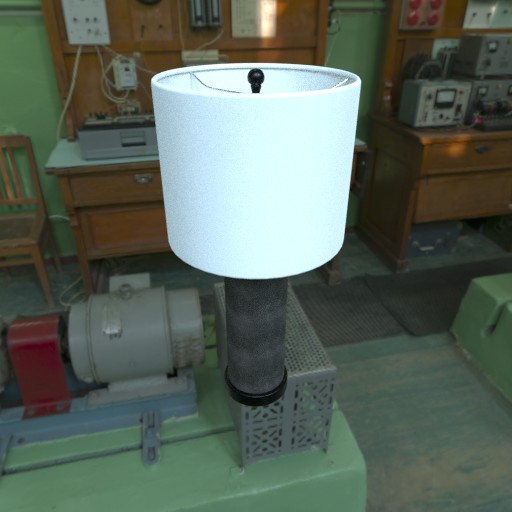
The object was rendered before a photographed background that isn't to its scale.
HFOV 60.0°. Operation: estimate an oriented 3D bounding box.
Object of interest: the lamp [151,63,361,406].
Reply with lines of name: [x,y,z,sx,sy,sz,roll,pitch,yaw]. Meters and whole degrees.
lamp: [0.000,0.000,0.808,0.305,0.634,0.305,-7,31,-13]
